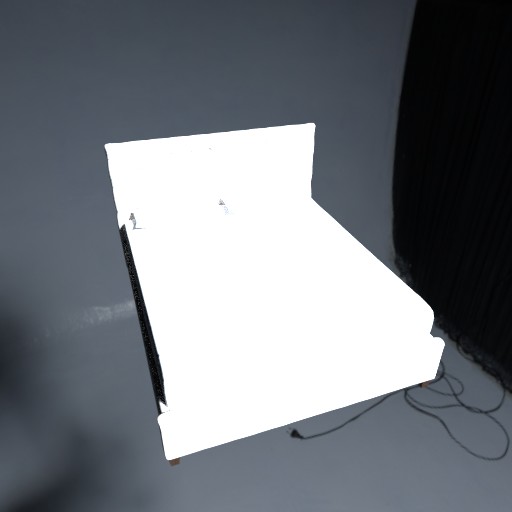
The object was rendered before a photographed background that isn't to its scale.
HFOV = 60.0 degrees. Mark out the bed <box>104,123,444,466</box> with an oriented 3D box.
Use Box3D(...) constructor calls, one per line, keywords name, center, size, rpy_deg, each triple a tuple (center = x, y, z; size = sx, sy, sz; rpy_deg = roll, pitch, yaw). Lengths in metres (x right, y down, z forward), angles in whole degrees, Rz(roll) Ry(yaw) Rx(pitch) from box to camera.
Box3D(name="bed", center=(0.000, 0.000, 3.697), size=(2.078, 1.427, 2.387), rpy_deg=(-11, 34, -16))
